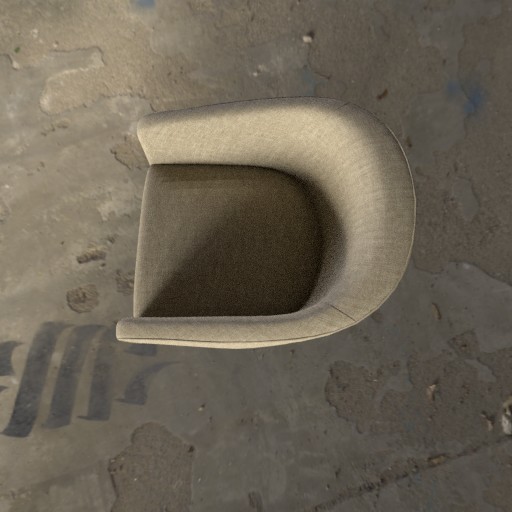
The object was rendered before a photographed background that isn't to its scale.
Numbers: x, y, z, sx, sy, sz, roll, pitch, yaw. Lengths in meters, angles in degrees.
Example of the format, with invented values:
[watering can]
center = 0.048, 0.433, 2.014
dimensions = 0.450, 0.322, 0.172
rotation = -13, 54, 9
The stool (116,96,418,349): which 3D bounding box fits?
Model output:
[stool]
center = 0.000, 0.000, 1.326
dimensions = 0.635, 0.952, 0.559
rotation = 2, 76, 0
